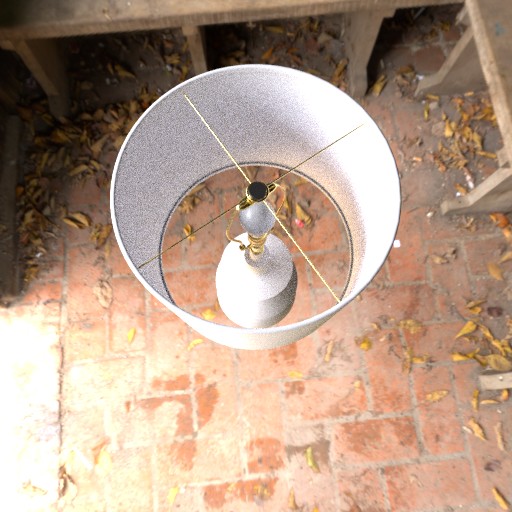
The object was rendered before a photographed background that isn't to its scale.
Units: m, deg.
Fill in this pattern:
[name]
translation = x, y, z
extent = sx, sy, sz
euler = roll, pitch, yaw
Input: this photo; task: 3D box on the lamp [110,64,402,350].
[lamp]
translation = 0.000, 0.000, 0.714
extent = 0.301, 0.533, 0.301
euler = -34, 77, -9
